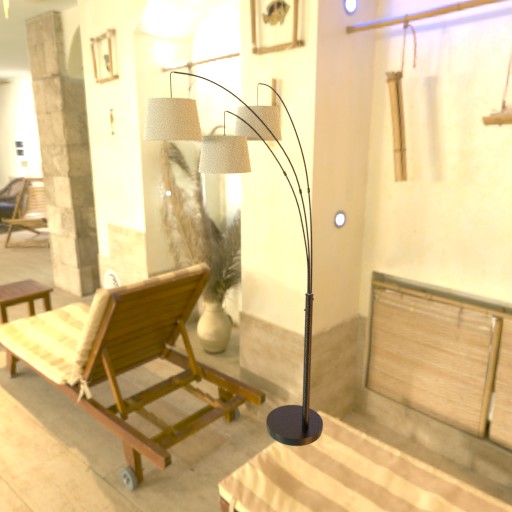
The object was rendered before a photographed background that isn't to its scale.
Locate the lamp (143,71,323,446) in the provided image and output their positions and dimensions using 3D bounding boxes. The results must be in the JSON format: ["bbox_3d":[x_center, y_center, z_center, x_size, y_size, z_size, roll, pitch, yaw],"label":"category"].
[{"bbox_3d":[0.000,0.000,2.518,0.951,1.950,0.924,-14,20,-43],"label":"lamp"}]
